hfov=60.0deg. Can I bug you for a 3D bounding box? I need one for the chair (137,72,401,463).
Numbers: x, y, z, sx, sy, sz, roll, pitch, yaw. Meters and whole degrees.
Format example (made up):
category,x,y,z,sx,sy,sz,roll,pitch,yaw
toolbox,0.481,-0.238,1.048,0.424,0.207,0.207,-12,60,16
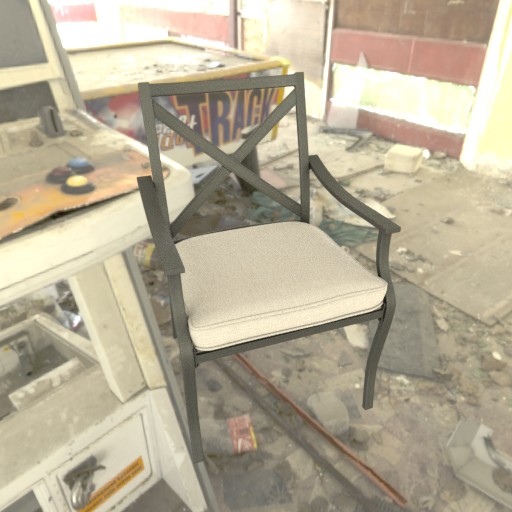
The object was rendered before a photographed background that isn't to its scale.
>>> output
category,x,y,z,sx,sy,sz,roll,pitch,yaw
chair,0.000,0.000,1.287,0.575,0.889,0.620,-11,34,-16
